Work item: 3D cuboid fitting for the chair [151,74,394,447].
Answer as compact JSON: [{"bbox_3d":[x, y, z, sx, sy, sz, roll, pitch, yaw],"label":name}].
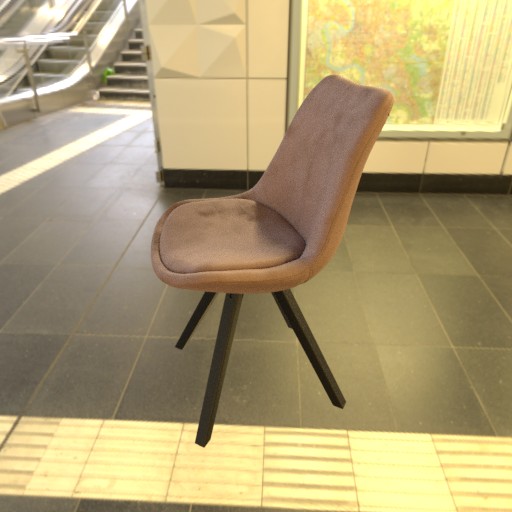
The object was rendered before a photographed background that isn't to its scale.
[{"bbox_3d":[0.000,0.000,1.194,0.547,0.865,0.483,-8,31,-14],"label":"chair"}]
